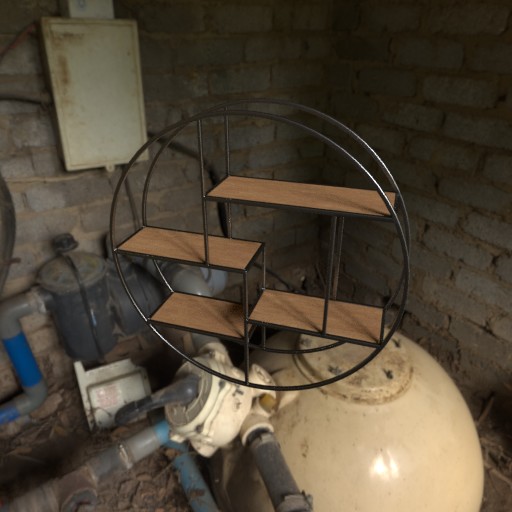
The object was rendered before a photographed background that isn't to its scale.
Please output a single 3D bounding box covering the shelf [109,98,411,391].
[{"bbox_3d":[0.000,0.000,1.352,0.888,0.888,0.202,9,29,16],"label":"shelf"}]
